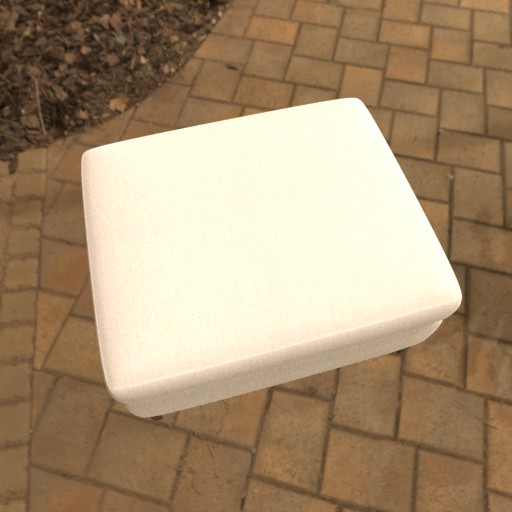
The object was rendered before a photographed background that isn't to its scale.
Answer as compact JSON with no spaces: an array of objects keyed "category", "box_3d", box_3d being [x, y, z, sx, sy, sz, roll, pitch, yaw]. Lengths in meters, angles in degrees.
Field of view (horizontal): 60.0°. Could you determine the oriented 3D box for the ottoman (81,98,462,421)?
[{"category":"ottoman","box_3d":[0.000,0.000,1.198,0.794,0.453,0.657,-13,63,-7]}]
